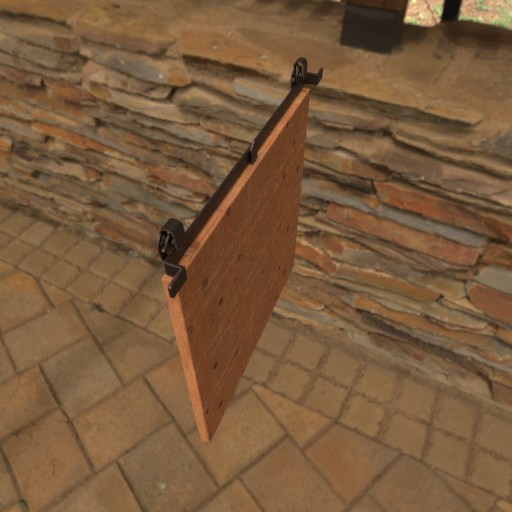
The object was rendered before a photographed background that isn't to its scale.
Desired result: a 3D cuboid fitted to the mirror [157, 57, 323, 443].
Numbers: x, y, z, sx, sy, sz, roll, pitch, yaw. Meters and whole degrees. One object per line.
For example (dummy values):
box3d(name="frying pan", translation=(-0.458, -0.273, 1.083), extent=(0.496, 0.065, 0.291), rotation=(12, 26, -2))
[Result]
box3d(name="mirror", translation=(0.000, 0.000, 1.180), extent=(0.054, 0.800, 0.805), rotation=(17, 50, 15))
